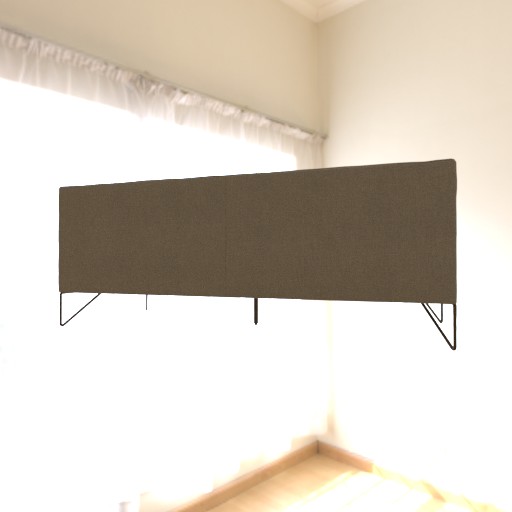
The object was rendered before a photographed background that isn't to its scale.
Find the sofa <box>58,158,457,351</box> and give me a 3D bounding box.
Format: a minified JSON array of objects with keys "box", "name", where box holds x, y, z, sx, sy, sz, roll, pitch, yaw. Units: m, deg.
[{"box":[0.000,0.000,2.568,2.079,0.798,0.912,0,-1,19],"name":"sofa"}]
